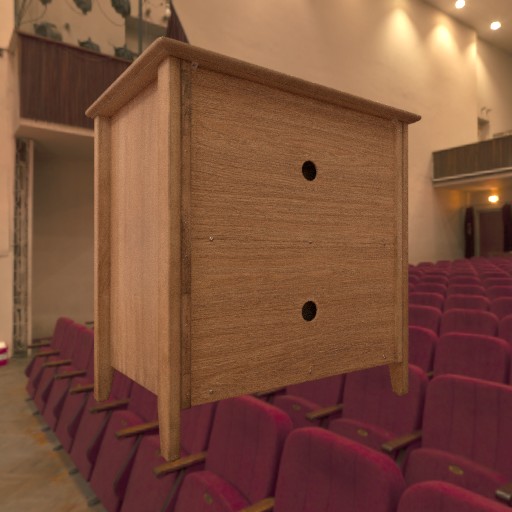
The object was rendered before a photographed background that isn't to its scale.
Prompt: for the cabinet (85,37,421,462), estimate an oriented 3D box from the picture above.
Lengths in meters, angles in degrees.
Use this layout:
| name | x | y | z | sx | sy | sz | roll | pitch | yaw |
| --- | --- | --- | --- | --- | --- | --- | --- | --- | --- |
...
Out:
| name | x | y | z | sx | sy | sz | roll | pitch | yaw |
| --- | --- | --- | --- | --- | --- | --- | --- | --- | --- |
| cabinet | 0.000 | 0.000 | 1.190 | 0.763 | 0.762 | 0.503 | 0 | 0 | -35 |
